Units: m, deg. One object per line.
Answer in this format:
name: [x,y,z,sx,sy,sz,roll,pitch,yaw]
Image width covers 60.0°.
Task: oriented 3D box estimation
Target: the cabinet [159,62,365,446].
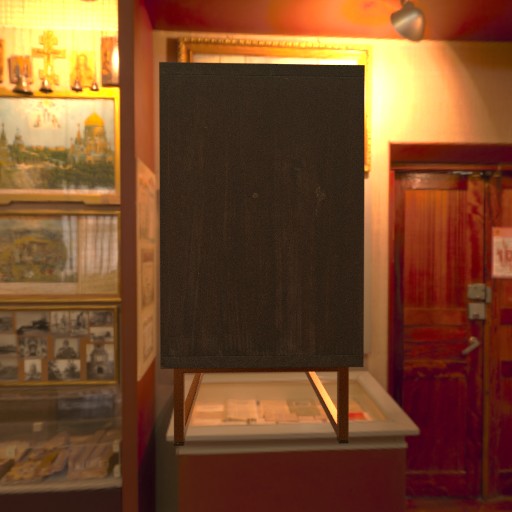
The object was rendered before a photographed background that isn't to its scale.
cabinet: [0.000,0.000,1.450,0.451,0.860,0.950,0,1,-2]
